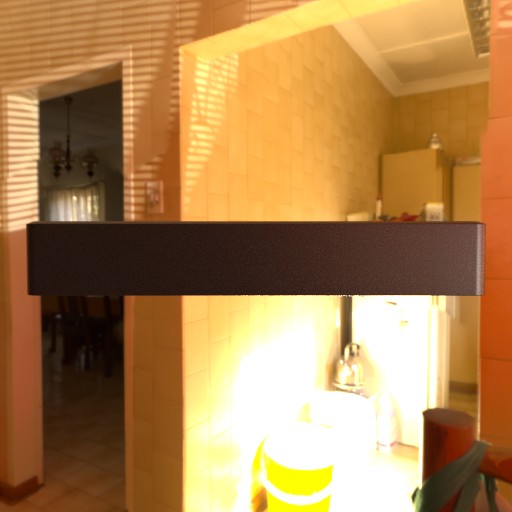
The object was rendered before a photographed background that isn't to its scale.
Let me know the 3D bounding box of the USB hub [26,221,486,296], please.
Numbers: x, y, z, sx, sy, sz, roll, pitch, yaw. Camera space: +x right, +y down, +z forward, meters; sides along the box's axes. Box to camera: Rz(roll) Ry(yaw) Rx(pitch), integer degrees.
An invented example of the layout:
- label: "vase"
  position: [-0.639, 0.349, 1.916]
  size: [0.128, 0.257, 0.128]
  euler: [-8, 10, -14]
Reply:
- label: "USB hub"
  position: [0.000, 0.000, 0.158]
  size: [0.145, 0.023, 0.044]
  euler: [0, 2, 0]
